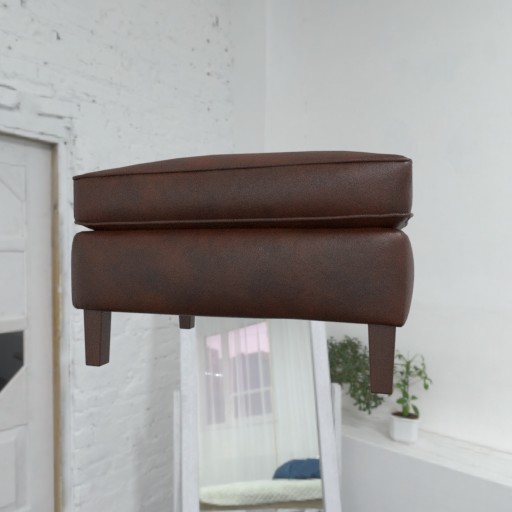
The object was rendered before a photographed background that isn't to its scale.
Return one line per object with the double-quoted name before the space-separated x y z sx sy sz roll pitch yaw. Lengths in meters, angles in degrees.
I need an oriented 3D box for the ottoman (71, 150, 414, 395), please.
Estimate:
"ottoman" 0.000 0.000 1.005 0.665 0.432 0.501 0 2 17
